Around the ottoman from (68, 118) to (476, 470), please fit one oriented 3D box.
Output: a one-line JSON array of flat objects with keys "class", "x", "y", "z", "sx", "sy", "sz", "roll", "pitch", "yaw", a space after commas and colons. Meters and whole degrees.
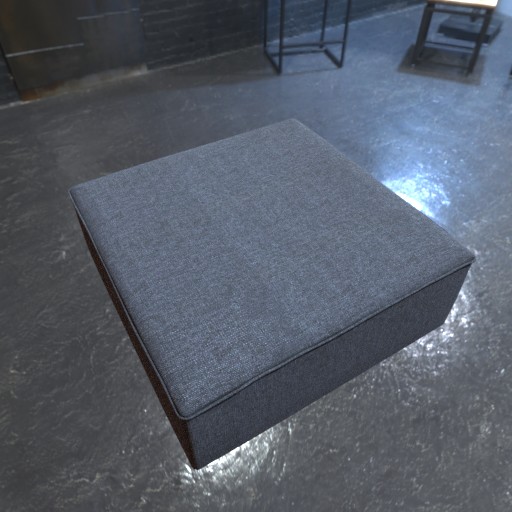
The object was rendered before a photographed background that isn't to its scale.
[{"class": "ottoman", "x": 0.000, "y": 0.000, "z": 1.595, "sx": 1.017, "sy": 0.423, "sz": 1.023, "roll": -23, "pitch": 50, "yaw": -21}]
